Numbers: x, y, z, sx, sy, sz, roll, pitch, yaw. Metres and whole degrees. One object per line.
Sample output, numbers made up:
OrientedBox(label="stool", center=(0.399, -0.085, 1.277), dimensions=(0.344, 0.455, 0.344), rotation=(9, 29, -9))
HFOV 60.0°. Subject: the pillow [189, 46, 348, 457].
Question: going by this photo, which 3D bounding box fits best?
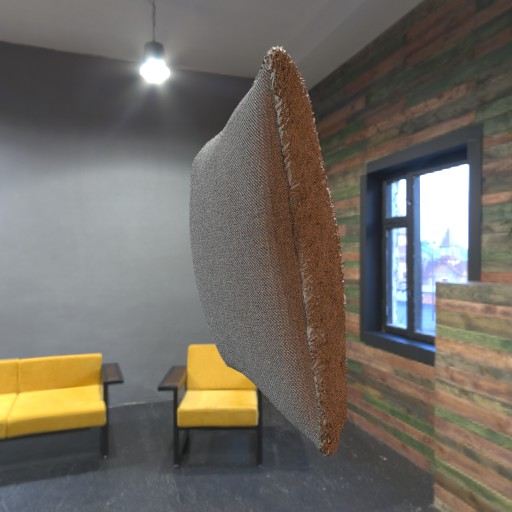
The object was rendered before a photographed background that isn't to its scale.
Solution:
OrientedBox(label="pillow", center=(0.000, 0.000, 0.798), dimensions=(0.218, 0.515, 0.529), rotation=(0, -1, -18))
